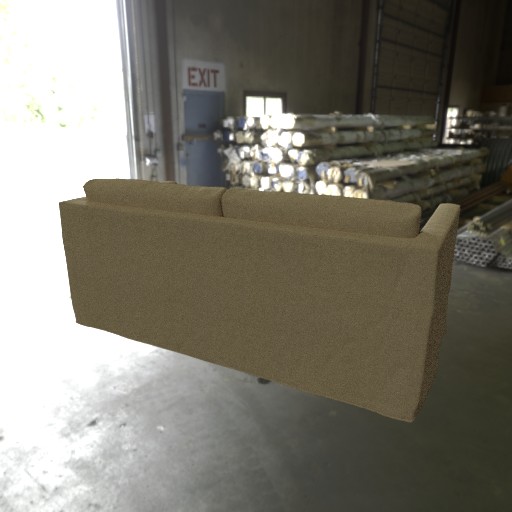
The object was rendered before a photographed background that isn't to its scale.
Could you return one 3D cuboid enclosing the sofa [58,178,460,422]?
[{"bbox_3d":[0.000,0.000,2.421,1.959,0.835,0.962,9,19,27],"label":"sofa"}]
